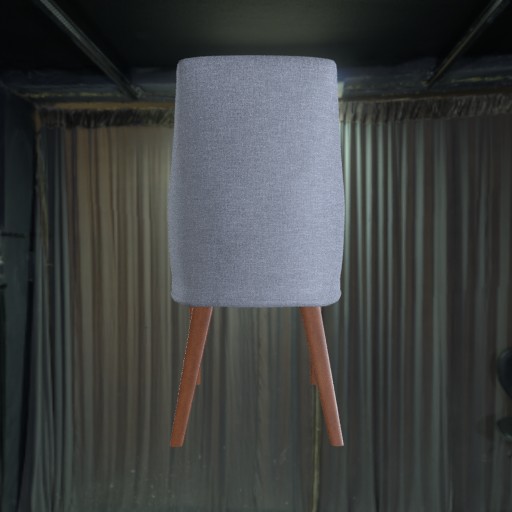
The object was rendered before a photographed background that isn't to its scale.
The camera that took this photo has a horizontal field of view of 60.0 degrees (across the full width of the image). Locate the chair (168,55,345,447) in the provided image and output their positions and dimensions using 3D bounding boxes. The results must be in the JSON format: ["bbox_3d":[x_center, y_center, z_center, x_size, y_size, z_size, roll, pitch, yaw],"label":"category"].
[{"bbox_3d":[0.000,0.000,1.297,0.500,0.930,0.620,0,1,0],"label":"chair"}]
